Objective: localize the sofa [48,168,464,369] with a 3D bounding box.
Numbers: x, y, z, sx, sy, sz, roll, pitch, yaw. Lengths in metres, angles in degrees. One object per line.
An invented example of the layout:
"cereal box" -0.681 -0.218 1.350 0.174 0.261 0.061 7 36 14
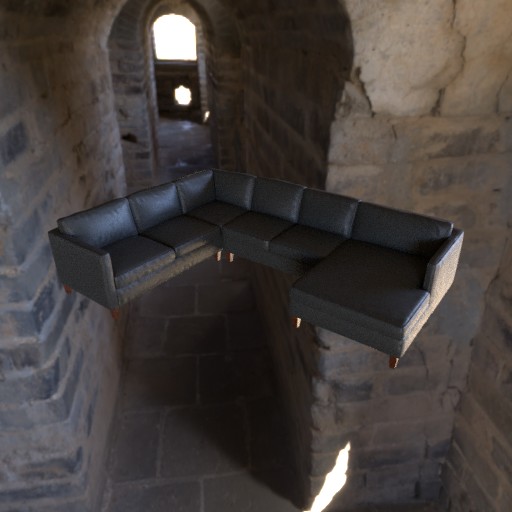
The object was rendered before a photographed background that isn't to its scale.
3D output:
"sofa" 0.000 0.000 4.636 3.460 0.923 2.593 19 33 32
